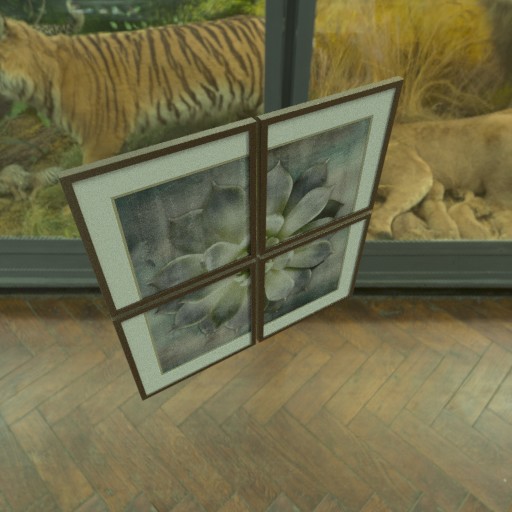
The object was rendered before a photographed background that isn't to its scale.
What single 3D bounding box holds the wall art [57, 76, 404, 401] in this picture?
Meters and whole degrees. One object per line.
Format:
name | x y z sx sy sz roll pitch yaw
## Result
wall art | 0.000 0.000 1.540 1.032 1.032 0.030 -23 49 -21
